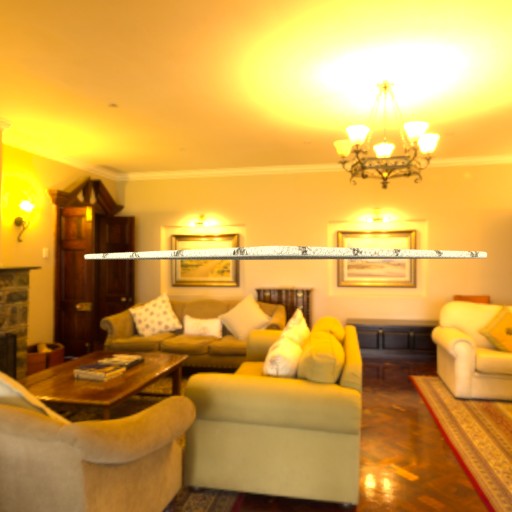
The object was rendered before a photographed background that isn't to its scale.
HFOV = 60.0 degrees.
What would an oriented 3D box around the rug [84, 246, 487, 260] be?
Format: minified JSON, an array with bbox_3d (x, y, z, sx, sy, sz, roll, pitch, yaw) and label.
[{"bbox_3d":[0.000,0.000,2.289,1.219,0.030,1.778,1,-1,-37],"label":"rug"}]
